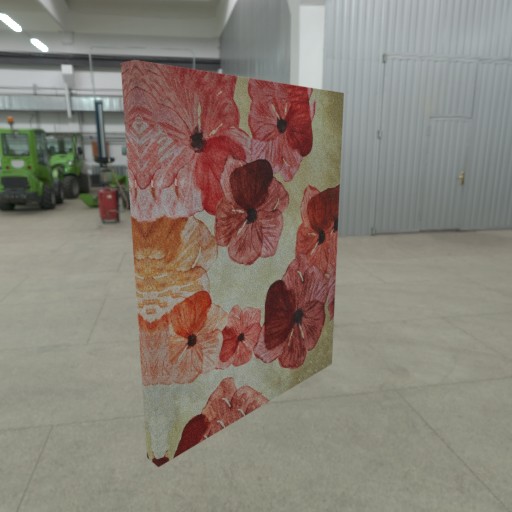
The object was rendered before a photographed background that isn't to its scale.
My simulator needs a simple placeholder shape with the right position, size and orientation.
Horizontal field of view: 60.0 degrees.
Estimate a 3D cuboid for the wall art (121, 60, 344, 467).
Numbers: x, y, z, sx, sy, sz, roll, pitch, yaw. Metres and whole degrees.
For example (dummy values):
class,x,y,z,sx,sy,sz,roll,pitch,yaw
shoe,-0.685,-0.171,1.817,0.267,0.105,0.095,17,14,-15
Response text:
class,x,y,z,sx,sy,sz,roll,pitch,yaw
wall art,0.000,0.000,0.685,0.028,0.508,0.406,13,19,42
